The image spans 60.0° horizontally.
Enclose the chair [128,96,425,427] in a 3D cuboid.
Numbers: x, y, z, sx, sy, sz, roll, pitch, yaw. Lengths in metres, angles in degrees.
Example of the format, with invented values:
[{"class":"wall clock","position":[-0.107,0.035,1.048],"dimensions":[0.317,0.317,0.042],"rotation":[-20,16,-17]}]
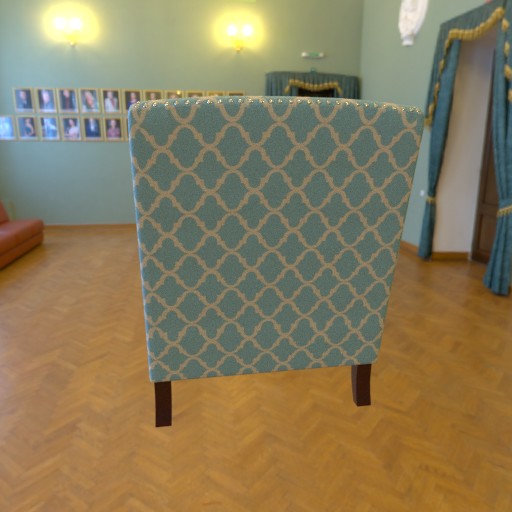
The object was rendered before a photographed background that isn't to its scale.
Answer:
[{"class":"chair","position":[0.000,0.000,1.299],"dimensions":[0.617,0.817,0.686],"rotation":[-2,14,-10]}]
